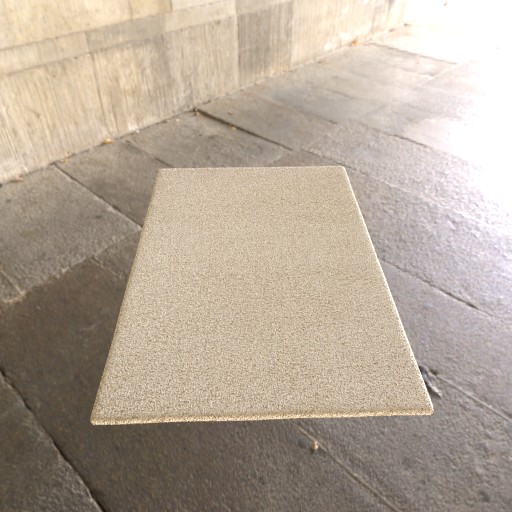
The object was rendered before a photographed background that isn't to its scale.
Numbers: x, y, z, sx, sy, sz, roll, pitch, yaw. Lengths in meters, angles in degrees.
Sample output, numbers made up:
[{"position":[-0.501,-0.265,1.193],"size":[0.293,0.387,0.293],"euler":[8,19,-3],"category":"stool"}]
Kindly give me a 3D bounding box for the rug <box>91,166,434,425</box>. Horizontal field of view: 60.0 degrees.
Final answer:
[{"position":[0.000,0.000,2.240],"size":[1.219,0.030,1.778],"euler":[-1,40,-1],"category":"rug"}]
